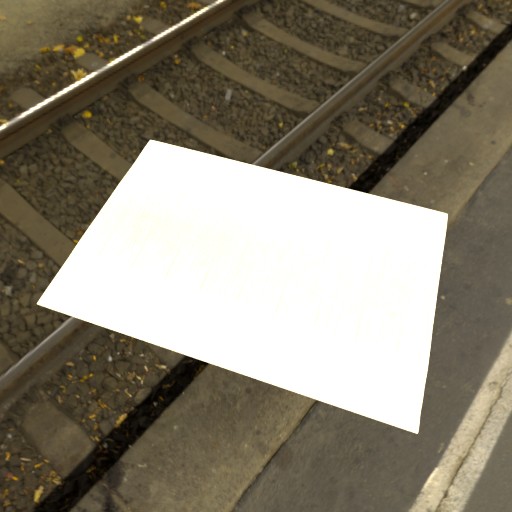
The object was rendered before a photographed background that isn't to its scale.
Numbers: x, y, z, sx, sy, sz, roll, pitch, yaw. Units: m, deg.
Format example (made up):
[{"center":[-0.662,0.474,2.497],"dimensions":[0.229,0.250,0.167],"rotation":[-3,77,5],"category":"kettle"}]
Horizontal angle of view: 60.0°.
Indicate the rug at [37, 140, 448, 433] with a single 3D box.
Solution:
[{"center":[0.000,0.000,2.323],"dimensions":[1.850,0.006,1.234],"rotation":[16,58,10],"category":"rug"}]
